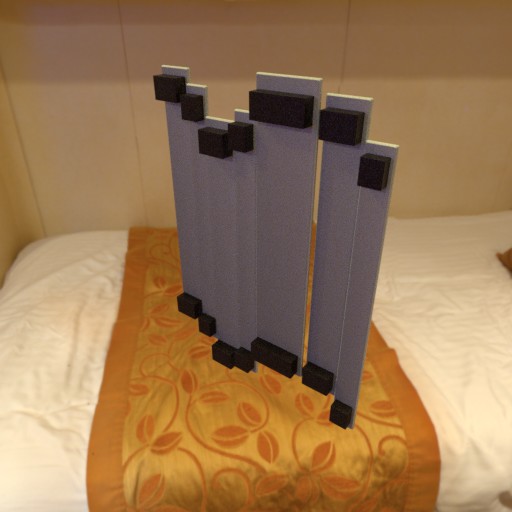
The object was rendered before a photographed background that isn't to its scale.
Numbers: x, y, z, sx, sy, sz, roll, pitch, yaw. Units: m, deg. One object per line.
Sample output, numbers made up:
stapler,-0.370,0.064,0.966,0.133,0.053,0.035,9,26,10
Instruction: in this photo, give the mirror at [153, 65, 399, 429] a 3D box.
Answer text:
mirror,0.000,0.000,0.790,0.445,0.611,0.058,20,35,31
